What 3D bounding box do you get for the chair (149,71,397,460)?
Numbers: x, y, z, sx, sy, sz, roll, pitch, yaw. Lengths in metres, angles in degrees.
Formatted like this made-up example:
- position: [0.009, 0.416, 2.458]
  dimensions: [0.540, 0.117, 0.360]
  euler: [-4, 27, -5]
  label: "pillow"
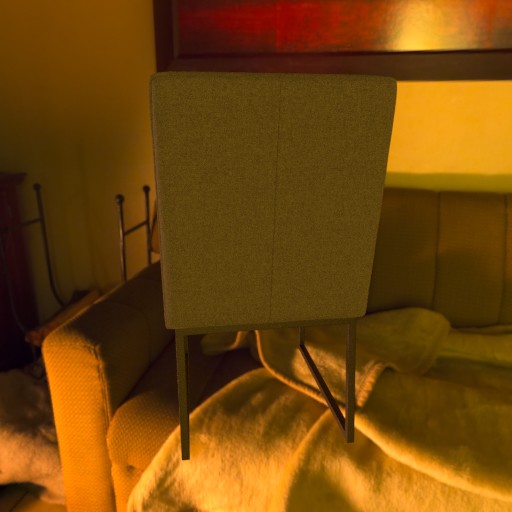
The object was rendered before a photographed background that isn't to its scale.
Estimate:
- position: [0.000, 0.000, 1.288]
  dimensions: [0.520, 0.930, 0.634]
  euler: [-2, 16, -8]
  label: "chair"
